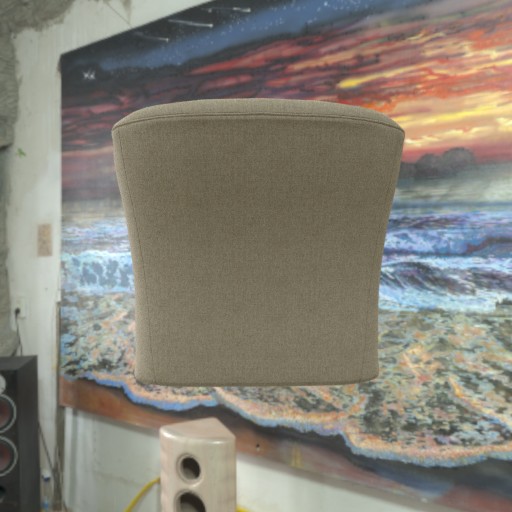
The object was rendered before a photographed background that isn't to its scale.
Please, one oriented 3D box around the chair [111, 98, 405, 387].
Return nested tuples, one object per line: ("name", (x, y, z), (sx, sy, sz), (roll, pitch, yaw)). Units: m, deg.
("chair", (0.000, 0.000, 1.612), (0.864, 0.856, 0.923), (0, 1, -2))
